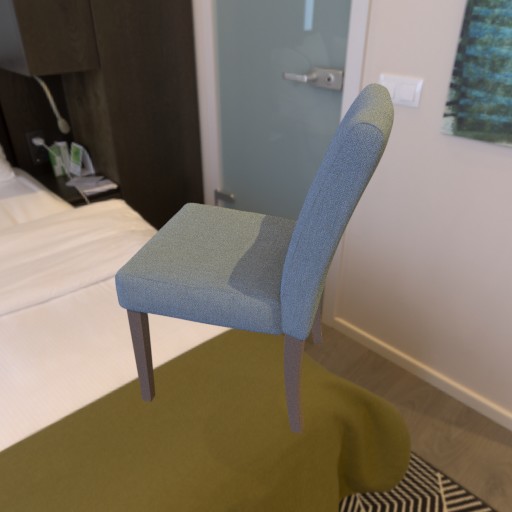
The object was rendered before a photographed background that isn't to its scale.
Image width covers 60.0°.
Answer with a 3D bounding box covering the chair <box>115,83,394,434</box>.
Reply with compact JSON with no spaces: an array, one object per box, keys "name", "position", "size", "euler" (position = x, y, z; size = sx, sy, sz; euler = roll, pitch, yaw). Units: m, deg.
[{"name":"chair","position":[0.000,0.000,1.252],"size":[0.629,0.882,0.487],"euler":[8,31,13]}]
